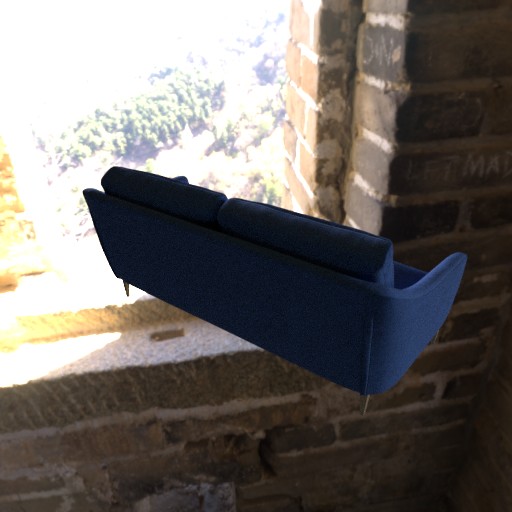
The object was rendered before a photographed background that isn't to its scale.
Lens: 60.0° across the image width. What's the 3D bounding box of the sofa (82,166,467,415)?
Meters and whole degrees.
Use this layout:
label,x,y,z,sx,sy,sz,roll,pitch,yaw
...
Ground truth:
label,x,y,z,sx,sy,sz,roll,pitch,yaw
sofa,0.000,0.000,2.537,2.036,0.903,0.960,19,35,31
